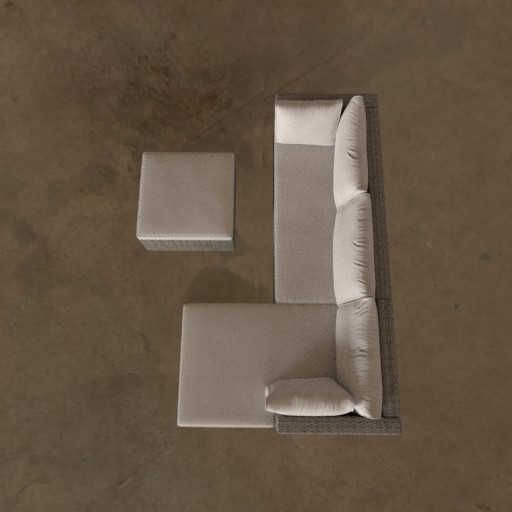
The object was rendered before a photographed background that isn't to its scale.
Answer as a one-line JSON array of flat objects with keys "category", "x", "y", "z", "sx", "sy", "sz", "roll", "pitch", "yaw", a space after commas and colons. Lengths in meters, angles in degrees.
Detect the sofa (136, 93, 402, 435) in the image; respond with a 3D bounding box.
[{"category": "sofa", "x": 0.000, "y": 0.000, "z": 3.004, "sx": 1.662, "sy": 0.766, "sz": 2.192, "roll": 0, "pitch": 75, "yaw": 0}]
